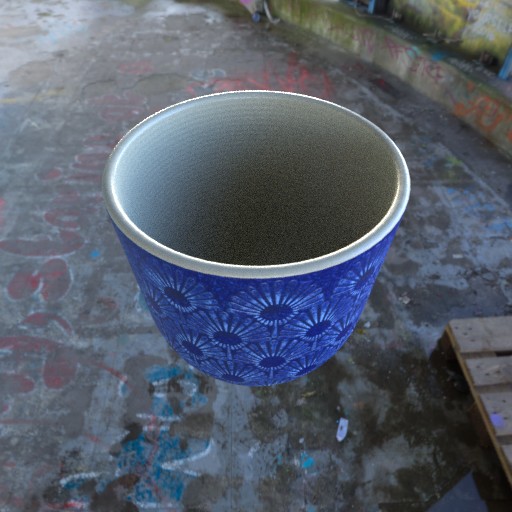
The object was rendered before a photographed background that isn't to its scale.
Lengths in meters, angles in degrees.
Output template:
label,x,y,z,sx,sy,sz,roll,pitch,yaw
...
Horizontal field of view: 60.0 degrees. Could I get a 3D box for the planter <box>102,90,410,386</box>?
label,x,y,z,sx,sy,sz,roll,pitch,yaw
planter,0.000,0.000,0.372,0.206,0.190,0.206,0,47,0
